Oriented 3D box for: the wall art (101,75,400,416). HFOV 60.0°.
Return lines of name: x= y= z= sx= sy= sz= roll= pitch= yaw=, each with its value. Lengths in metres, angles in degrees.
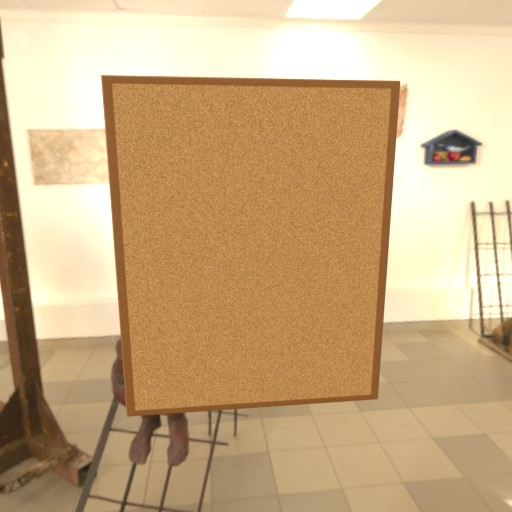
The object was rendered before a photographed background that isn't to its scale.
wall art: x=0.000 y=0.000 z=0.505 sx=0.310 sy=0.379 sz=0.015 roll=-2 pitch=13 yaw=-7
